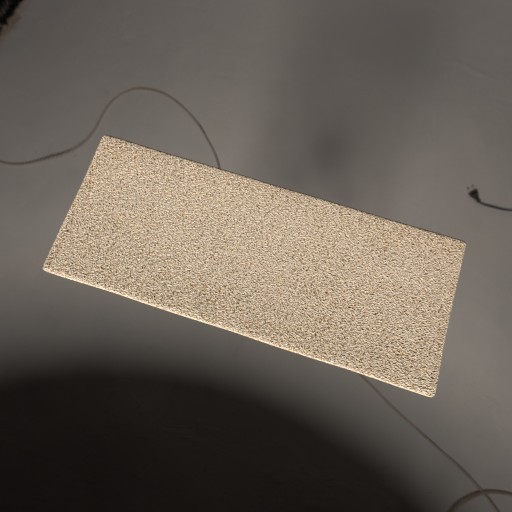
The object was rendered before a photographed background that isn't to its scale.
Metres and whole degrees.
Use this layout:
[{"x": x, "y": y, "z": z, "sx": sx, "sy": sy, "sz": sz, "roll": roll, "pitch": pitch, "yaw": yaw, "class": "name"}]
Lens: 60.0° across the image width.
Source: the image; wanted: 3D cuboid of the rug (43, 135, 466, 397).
[{"x": 0.000, "y": 0.000, "z": 1.713, "sx": 1.524, "sy": 0.030, "sz": 0.609, "roll": 17, "pitch": 76, "yaw": 5, "class": "rug"}]
